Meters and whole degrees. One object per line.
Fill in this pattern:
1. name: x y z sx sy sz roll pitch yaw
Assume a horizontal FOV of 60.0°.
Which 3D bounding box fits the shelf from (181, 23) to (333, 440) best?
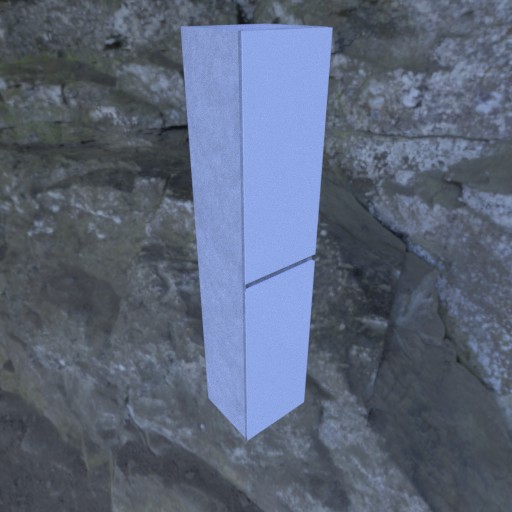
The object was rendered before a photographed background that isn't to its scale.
1. shelf: 0.000 0.000 1.522 0.300 1.400 0.270 -22 36 -33
